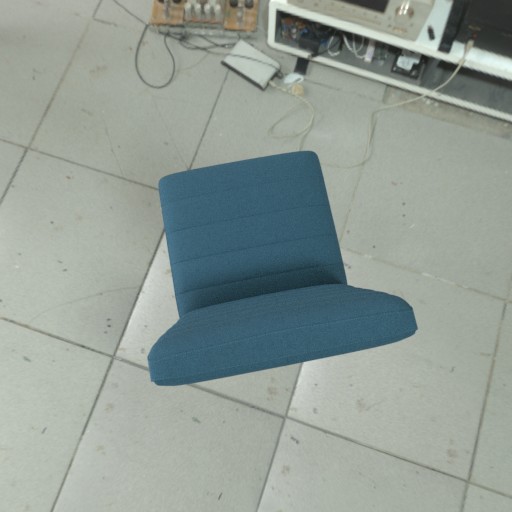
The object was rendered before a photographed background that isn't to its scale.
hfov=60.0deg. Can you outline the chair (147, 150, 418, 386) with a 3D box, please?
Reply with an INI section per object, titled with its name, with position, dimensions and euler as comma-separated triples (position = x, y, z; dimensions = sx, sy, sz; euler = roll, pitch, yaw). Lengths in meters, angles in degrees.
[chair]
position = 0.000, 0.000, 1.316
dimensions = 0.520, 0.930, 0.634
euler = -11, 77, -2
